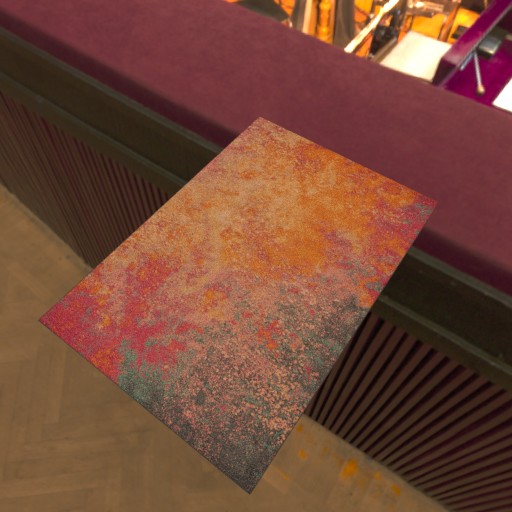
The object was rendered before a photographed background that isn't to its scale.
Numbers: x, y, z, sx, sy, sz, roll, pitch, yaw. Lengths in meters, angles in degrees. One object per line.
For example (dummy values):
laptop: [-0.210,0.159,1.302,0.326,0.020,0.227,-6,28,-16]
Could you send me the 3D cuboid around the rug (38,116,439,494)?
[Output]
rug: [0.000,0.000,3.692,2.007,0.013,2.896,31,62,19]
